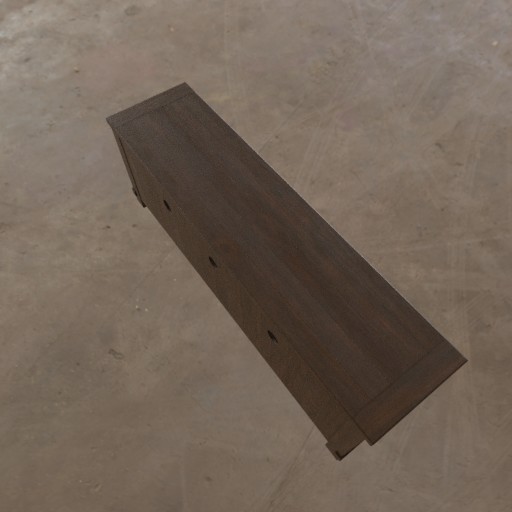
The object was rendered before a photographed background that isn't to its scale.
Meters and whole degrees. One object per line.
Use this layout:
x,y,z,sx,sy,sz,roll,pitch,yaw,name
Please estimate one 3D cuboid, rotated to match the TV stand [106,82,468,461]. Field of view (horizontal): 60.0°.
0.000,0.000,2.121,0.471,0.615,1.866,-32,64,-18,TV stand
